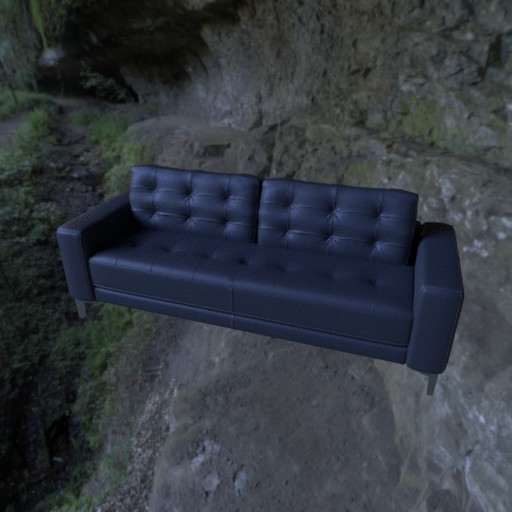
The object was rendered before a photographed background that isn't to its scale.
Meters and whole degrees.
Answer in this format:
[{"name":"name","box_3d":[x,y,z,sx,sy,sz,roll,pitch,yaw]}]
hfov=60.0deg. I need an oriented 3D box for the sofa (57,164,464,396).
[{"name":"sofa","box_3d":[0.000,0.000,2.725,2.275,0.893,0.833,9,29,16]}]
